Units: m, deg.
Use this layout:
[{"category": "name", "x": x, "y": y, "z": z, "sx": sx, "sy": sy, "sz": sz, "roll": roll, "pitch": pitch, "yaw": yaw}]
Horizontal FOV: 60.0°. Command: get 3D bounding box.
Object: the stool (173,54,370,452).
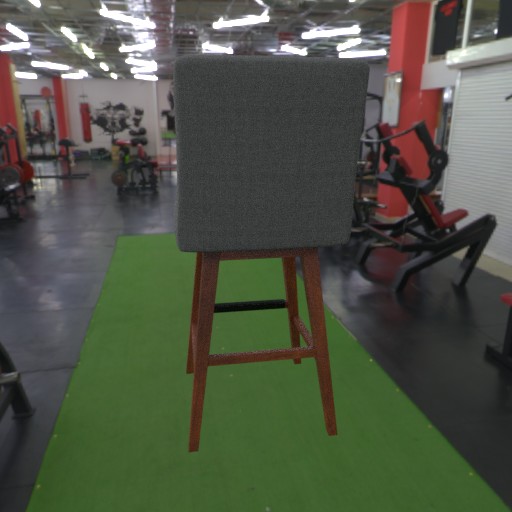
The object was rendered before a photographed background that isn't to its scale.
[{"category": "stool", "x": 0.000, "y": 0.000, "z": 1.249, "sx": 0.447, "sy": 0.977, "sz": 0.524, "roll": -3, "pitch": 17, "yaw": -9}]
